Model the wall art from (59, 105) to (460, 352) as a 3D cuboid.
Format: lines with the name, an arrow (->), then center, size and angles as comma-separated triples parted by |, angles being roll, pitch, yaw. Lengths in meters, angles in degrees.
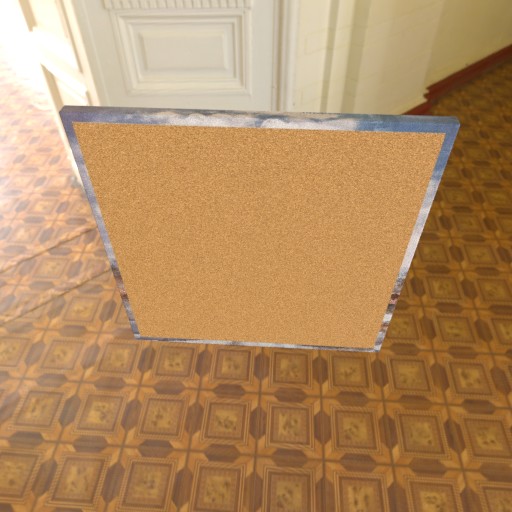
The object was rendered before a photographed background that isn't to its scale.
wall art -> 0.000, 0.000, 1.484 | 1.010, 1.020, 0.040 | 2, 45, 2
